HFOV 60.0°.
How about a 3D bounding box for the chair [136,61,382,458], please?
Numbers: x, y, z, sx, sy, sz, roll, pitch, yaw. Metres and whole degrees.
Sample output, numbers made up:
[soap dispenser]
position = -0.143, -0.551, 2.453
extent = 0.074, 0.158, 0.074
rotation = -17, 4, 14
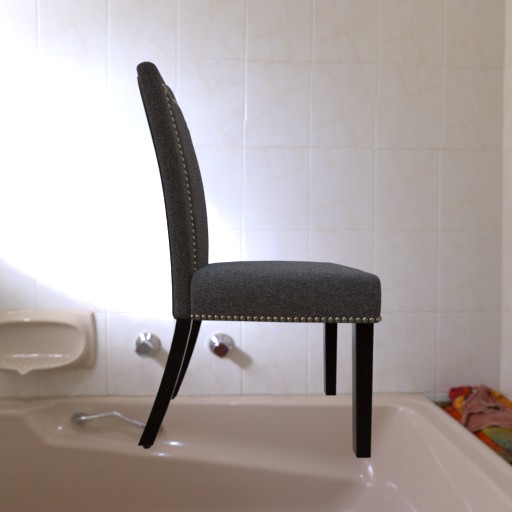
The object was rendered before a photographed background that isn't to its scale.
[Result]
[chair]
position = 0.000, 0.000, 1.269
extent = 0.589, 0.946, 0.518
rotation = 0, 2, -1
